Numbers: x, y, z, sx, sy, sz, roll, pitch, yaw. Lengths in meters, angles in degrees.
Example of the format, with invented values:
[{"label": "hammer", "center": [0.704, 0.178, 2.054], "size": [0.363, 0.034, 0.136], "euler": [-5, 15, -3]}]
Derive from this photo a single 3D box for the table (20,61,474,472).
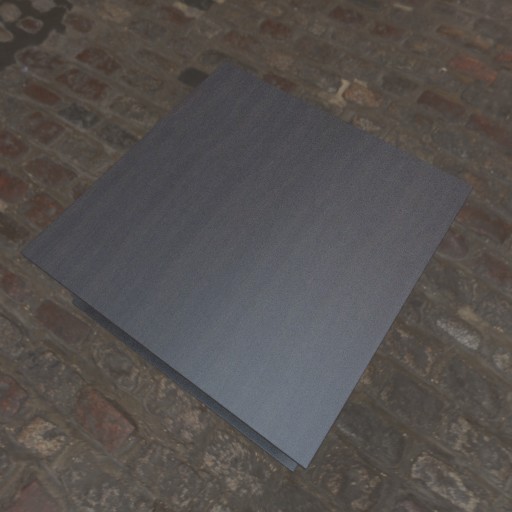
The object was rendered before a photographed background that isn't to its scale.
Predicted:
[{"label": "table", "center": [0.000, 0.000, 1.213], "size": [0.762, 0.396, 0.762], "euler": [32, 67, 15]}]
